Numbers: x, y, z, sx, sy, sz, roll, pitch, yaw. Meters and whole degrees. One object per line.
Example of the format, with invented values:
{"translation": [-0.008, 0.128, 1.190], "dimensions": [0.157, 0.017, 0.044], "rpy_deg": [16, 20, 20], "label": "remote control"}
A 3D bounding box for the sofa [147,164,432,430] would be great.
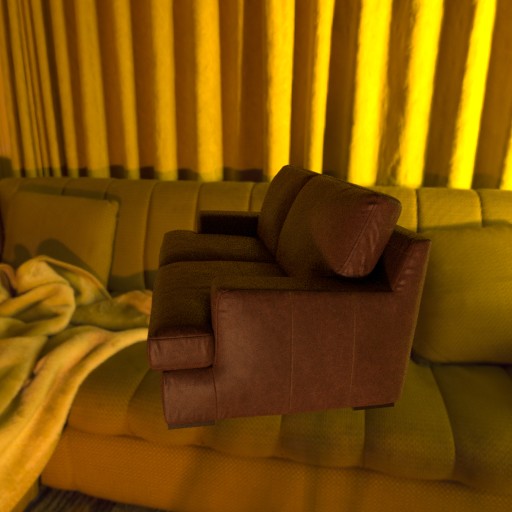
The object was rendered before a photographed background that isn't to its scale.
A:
{"translation": [0.000, 0.000, 2.587], "dimensions": [1.143, 0.939, 1.880], "rpy_deg": [-3, 16, -9], "label": "sofa"}
